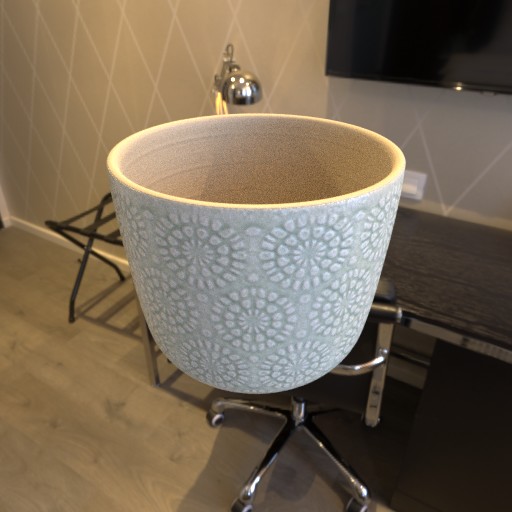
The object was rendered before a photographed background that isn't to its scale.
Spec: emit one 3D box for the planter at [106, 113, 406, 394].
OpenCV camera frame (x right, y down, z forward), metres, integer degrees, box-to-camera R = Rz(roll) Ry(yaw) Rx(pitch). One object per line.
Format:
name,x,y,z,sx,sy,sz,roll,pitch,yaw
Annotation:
planter,0.000,0.000,0.218,0.124,0.109,0.124,0,31,0
